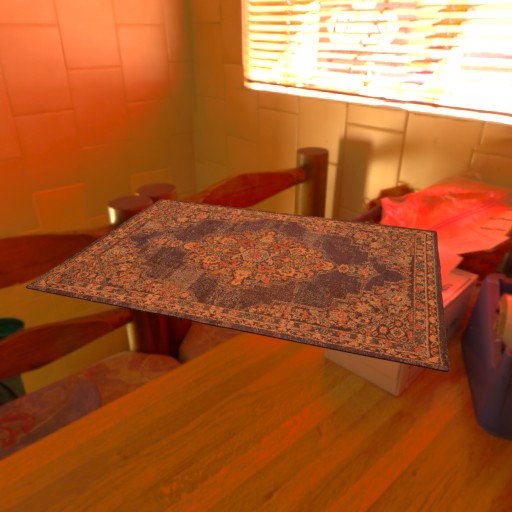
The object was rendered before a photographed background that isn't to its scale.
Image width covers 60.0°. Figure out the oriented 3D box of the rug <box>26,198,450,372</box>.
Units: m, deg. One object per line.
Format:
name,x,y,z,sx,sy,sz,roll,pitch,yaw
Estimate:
rug,0.000,0.000,3.731,2.940,0.011,2.053,8,28,16
